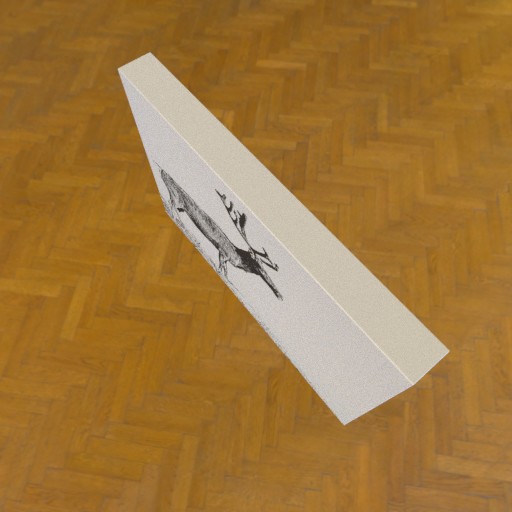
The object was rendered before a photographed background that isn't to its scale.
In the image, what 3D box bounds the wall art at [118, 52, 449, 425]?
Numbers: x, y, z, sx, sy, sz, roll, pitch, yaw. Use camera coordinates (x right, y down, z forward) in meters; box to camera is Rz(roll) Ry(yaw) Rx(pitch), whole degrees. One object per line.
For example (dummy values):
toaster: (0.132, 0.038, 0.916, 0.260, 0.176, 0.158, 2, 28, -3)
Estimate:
wall art: (0.000, 0.000, 0.482, 0.038, 0.259, 0.381, -35, 69, -16)
